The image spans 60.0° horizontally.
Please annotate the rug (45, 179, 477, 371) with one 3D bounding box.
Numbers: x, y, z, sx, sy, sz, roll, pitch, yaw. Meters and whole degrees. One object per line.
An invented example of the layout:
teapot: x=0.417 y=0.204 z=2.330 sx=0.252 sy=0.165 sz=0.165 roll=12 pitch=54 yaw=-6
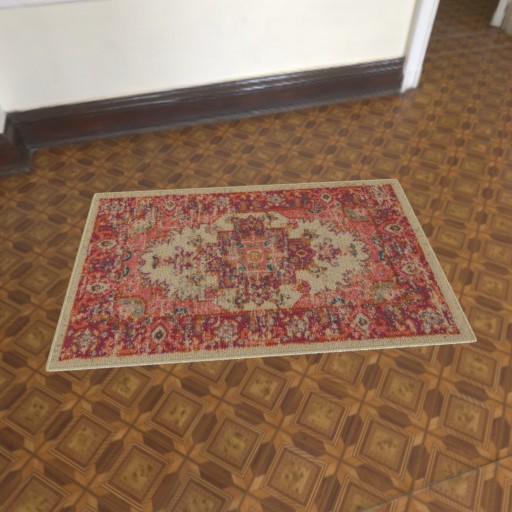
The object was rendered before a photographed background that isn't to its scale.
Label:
rug: x=0.000 y=0.000 z=1.075 sx=0.868 sy=0.004 sz=0.556 roll=-3 pitch=46 yaw=-3
